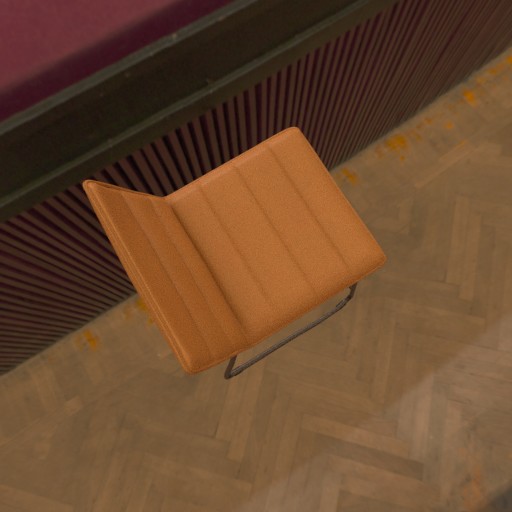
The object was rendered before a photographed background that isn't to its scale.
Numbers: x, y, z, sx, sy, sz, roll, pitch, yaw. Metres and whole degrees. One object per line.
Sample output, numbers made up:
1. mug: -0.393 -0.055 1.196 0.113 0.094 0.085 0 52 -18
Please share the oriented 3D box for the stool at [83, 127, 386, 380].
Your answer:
1. stool: 0.000 0.000 1.177 0.524 0.866 0.489 -31 79 -6
